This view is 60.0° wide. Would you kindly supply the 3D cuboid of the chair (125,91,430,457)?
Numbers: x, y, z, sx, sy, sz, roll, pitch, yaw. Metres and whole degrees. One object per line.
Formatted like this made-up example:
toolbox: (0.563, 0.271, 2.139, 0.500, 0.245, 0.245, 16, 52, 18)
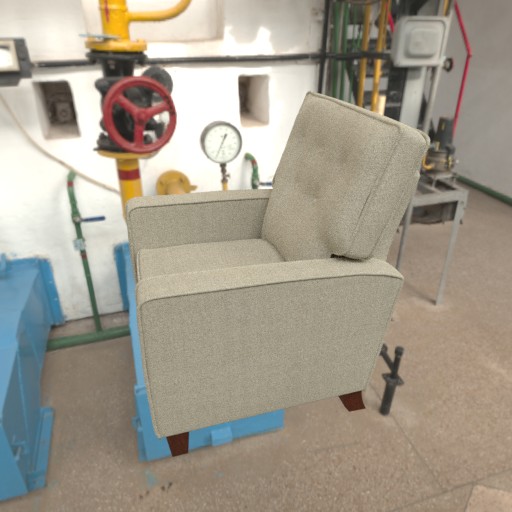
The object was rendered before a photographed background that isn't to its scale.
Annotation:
chair: (0.000, 0.000, 1.376, 0.754, 0.888, 0.648, -8, 29, -15)
